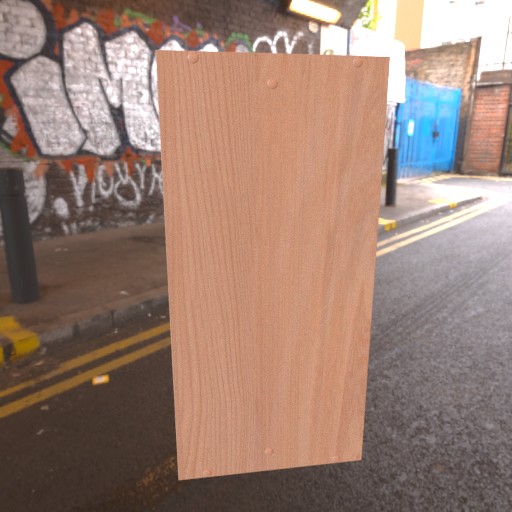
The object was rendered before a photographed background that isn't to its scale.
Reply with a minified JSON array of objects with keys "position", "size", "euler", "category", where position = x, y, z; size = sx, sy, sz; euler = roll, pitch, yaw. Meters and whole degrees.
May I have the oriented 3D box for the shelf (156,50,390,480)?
[{"position":[0.000,0.000,0.780],"size":[0.290,0.600,0.350],"euler":[-2,15,-8],"category":"shelf"}]
